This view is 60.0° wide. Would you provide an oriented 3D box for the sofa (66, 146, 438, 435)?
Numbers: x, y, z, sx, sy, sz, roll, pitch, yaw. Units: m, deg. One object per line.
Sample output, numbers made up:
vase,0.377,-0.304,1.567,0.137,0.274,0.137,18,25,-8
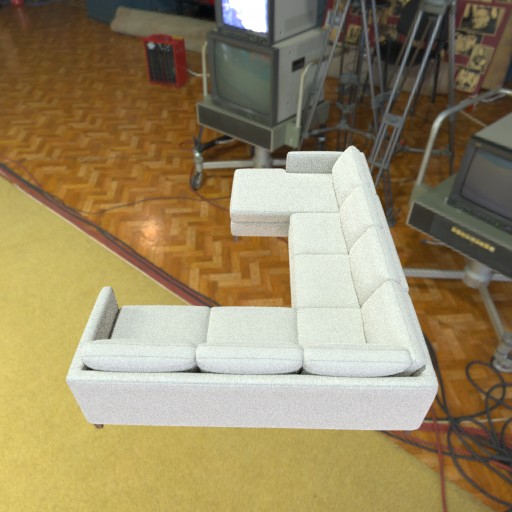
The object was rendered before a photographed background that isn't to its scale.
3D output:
sofa,0.000,0.000,4.328,2.551,0.853,3.238,1,41,1
